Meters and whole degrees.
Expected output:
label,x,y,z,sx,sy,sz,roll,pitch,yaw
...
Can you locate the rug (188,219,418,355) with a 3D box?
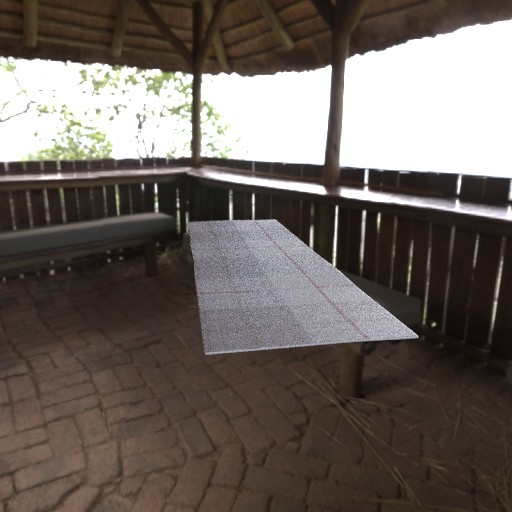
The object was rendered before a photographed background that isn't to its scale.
label,x,y,z,sx,sy,sz,roll,pitch,yaw
rug,0.000,0.000,2.686,0.762,0.013,2.439,-2,15,-9
